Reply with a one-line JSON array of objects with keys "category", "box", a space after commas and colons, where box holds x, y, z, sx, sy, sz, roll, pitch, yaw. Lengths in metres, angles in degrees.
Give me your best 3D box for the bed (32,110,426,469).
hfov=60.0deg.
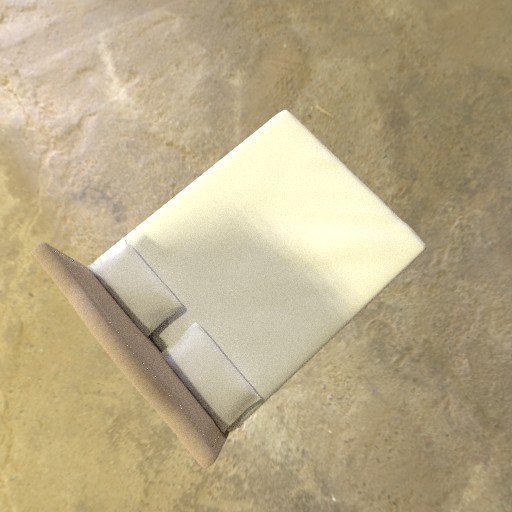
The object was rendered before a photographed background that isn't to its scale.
[{"category": "bed", "box": [0.000, 0.000, 3.412, 2.282, 1.436, 1.821, -41, 79, -9]}]
